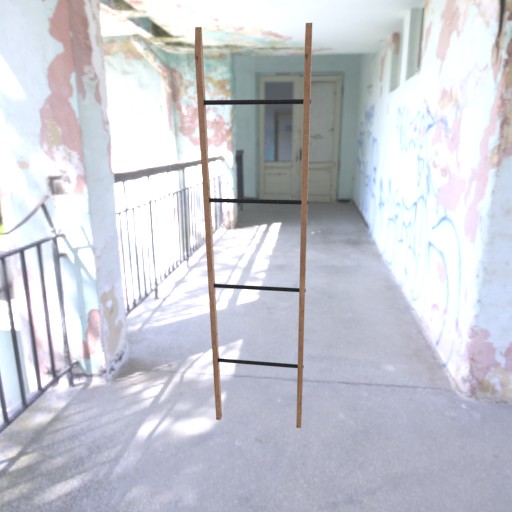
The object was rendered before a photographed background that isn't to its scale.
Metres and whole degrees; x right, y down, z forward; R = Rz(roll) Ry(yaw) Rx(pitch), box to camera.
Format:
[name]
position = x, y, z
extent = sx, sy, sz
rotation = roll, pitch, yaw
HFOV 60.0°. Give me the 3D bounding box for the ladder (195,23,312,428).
[ladder]
position = 0.000, 0.000, 1.945
extent = 0.442, 1.805, 0.200
rotation = 2, 16, 9
